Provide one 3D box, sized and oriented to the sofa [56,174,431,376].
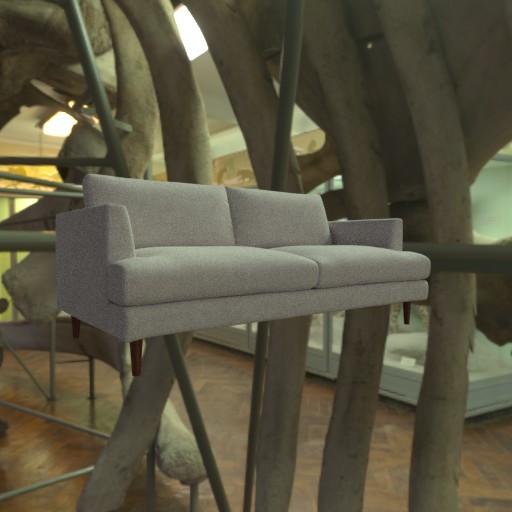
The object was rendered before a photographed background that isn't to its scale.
[{"bbox_3d":[0.000,0.000,2.548,1.948,0.868,1.020,-1,2,-37],"label":"sofa"}]
